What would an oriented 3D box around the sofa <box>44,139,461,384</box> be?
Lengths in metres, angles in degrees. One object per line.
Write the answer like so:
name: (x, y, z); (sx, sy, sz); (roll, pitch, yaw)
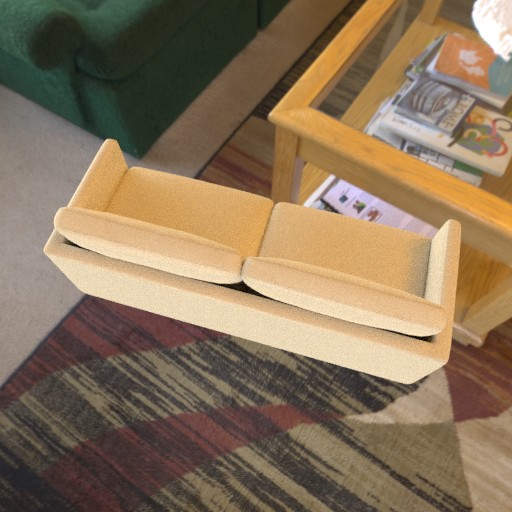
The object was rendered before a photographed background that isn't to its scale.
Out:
sofa: (0.000, 0.000, 2.949); (2.434, 0.965, 0.948); (15, 65, 7)
